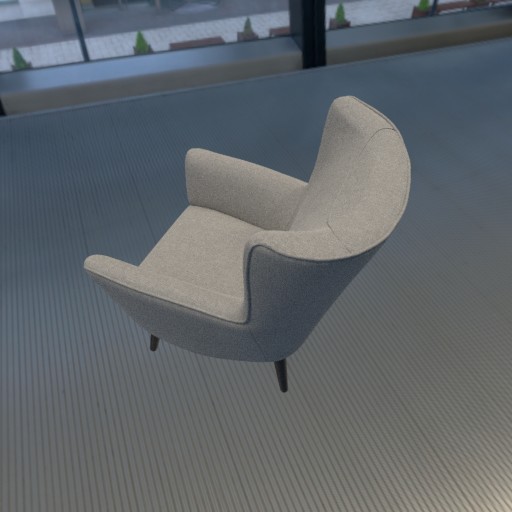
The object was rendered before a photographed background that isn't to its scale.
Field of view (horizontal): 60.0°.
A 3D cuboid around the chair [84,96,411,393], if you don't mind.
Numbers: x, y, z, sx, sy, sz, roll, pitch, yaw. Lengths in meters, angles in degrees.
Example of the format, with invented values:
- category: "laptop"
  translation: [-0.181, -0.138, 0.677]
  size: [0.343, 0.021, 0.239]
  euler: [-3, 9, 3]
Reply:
- category: "chair"
  translation: [0.000, 0.000, 1.589]
  size: [0.888, 0.933, 0.781]
  euler: [16, 48, 15]
